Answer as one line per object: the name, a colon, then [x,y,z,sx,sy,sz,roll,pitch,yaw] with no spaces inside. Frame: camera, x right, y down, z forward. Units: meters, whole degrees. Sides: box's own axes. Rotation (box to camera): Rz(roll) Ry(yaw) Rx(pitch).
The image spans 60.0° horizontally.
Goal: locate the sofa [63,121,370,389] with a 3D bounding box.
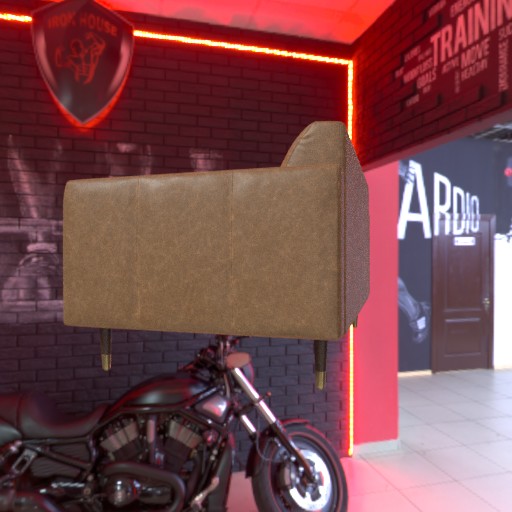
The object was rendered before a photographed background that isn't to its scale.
sofa: [0.000,0.000,2.073,0.960,0.820,1.549,0,0,17]
